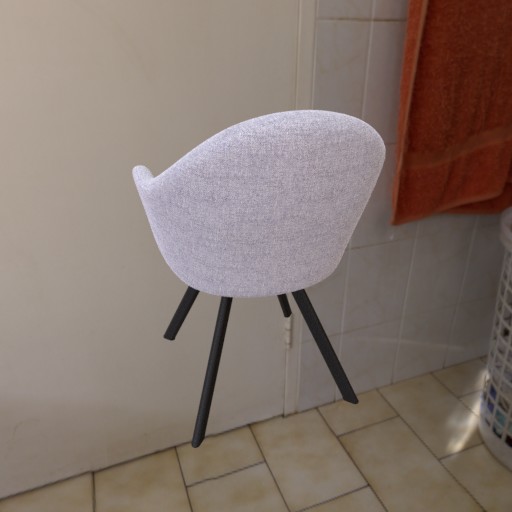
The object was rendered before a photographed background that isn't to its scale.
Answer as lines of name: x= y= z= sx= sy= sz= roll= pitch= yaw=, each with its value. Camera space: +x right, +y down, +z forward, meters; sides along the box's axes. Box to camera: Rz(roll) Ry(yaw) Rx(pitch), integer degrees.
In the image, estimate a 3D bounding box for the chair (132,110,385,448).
chair: x=0.000 y=0.000 z=1.136 sx=0.540 sy=0.780 sz=0.570 roll=-9 pitch=27 yaw=-17
